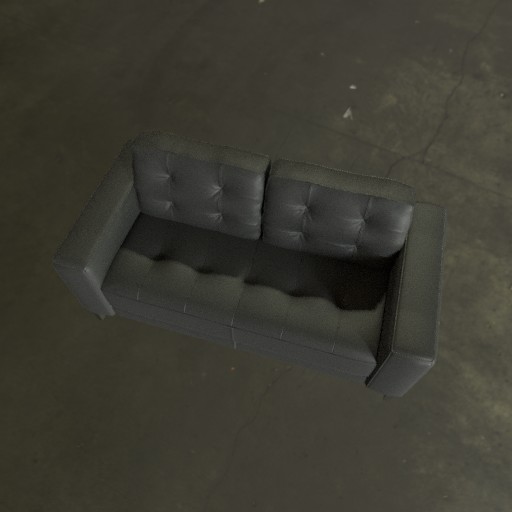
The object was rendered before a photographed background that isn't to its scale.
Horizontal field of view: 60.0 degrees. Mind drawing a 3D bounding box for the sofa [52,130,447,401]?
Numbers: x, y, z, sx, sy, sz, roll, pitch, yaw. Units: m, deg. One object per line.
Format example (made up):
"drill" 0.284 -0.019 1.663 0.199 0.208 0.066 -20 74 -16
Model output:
"sofa" 0.000 0.000 2.214 1.726 0.893 0.833 14 59 9
